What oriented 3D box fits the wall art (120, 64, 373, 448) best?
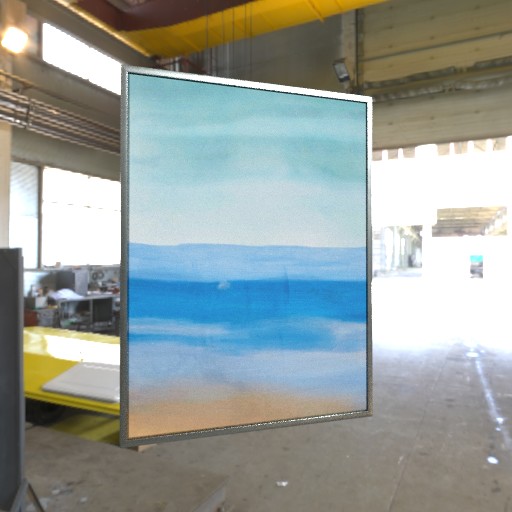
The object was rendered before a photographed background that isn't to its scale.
[{"bbox_3d":[0.000,0.000,1.370,0.803,1.062,0.041,0,0,-18],"label":"wall art"}]
